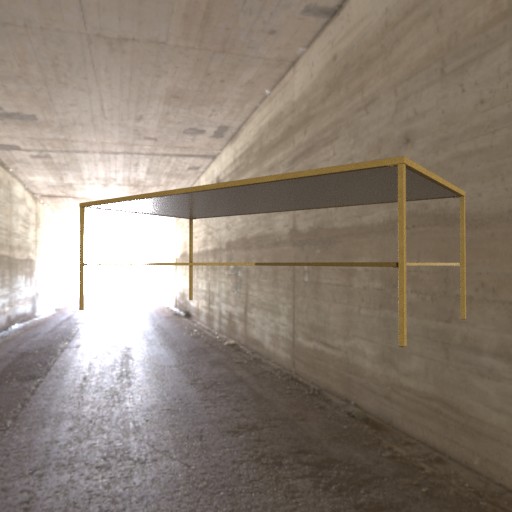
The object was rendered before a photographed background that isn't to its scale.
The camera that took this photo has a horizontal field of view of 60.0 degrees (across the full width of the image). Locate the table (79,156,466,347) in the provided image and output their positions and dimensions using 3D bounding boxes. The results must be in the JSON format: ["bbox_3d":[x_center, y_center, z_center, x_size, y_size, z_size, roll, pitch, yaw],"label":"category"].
[{"bbox_3d":[0.000,0.000,1.515,1.206,0.398,0.580,-1,-1,37],"label":"table"}]
